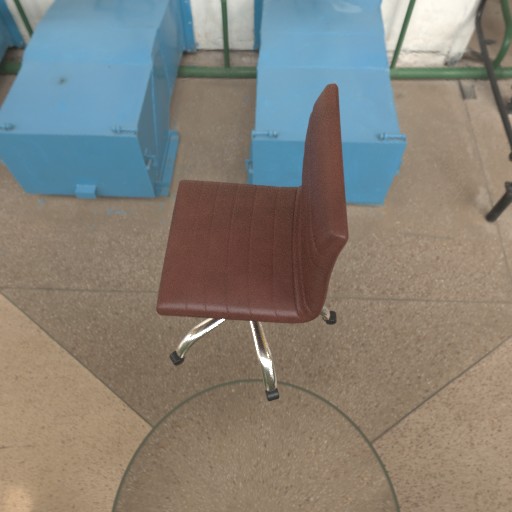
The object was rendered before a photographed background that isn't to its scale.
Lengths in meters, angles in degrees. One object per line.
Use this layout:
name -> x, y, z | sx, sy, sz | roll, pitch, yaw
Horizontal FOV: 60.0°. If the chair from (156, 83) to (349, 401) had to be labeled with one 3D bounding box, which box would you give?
chair -> 0.000, 0.000, 1.146 | 0.530, 0.780, 0.556 | 2, 59, 2
